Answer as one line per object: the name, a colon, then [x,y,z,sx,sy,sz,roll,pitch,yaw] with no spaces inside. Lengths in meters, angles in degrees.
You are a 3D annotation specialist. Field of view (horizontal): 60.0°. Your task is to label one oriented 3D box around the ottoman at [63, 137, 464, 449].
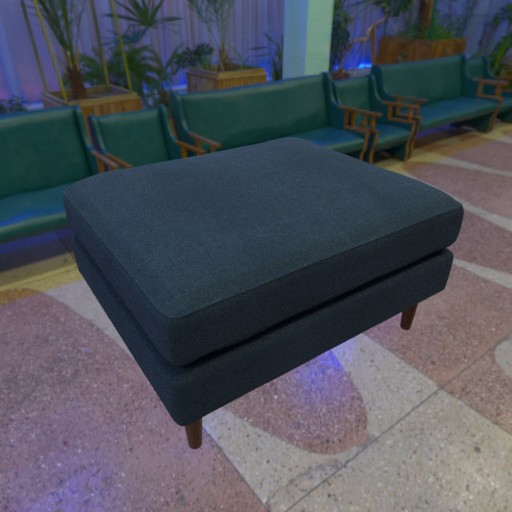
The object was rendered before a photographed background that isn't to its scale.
ottoman: [0.000,0.000,1.229,0.821,0.474,0.693,-19,36,-29]
